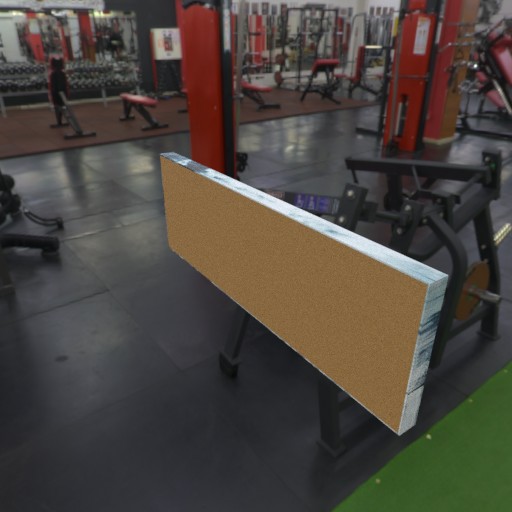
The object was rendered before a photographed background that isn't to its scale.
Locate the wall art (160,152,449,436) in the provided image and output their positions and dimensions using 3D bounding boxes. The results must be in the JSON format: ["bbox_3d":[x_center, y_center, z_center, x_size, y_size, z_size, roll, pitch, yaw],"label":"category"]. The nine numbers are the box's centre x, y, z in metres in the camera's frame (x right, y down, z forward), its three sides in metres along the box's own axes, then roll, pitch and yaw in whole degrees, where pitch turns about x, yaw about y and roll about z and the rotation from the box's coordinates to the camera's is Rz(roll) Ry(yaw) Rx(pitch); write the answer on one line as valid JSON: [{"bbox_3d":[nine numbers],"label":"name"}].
[{"bbox_3d":[0.000,0.000,0.860,0.037,0.251,0.759,-18,32,-31],"label":"wall art"}]
